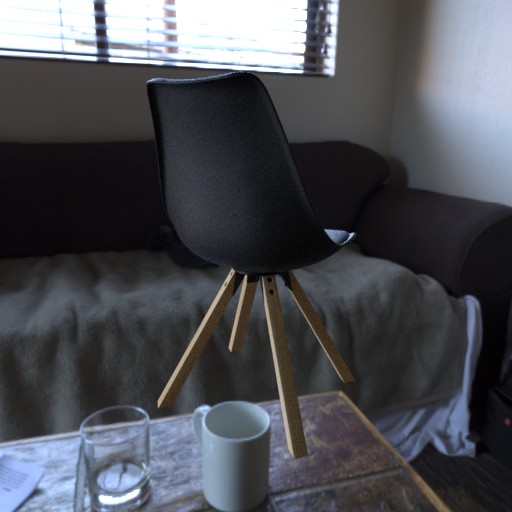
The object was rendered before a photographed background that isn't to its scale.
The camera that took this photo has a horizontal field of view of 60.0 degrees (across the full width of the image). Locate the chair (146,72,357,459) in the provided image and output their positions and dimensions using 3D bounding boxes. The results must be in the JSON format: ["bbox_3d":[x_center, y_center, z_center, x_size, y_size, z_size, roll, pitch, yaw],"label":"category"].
[{"bbox_3d":[0.000,0.000,1.189,0.485,0.850,0.549,8,17,28],"label":"chair"}]
